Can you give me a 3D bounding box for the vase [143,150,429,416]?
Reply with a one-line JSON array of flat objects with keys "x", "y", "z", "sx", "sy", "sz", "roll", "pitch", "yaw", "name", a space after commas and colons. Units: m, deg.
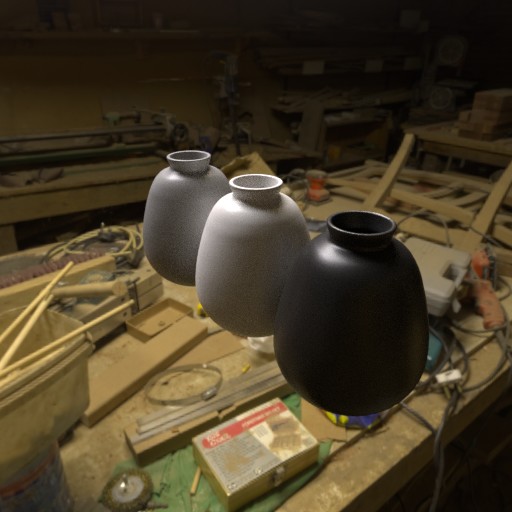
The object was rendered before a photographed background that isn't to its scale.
[{"x": 0.000, "y": 0.000, "z": 0.351, "sx": 0.097, "sy": 0.122, "sz": 0.297, "roll": -18, "pitch": 31, "yaw": -33, "name": "vase"}]
